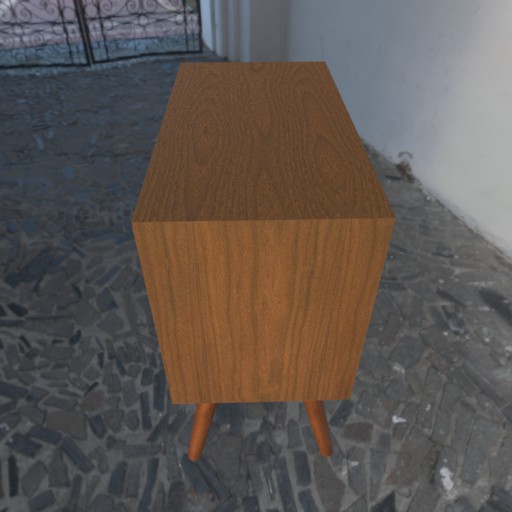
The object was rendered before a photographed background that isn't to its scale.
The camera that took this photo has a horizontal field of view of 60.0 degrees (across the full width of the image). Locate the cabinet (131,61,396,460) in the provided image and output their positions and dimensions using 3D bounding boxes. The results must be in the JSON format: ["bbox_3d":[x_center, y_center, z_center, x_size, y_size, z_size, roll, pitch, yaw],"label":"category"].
[{"bbox_3d":[0.000,0.000,1.152,0.388,0.748,0.712,-1,41,-1],"label":"cabinet"}]
